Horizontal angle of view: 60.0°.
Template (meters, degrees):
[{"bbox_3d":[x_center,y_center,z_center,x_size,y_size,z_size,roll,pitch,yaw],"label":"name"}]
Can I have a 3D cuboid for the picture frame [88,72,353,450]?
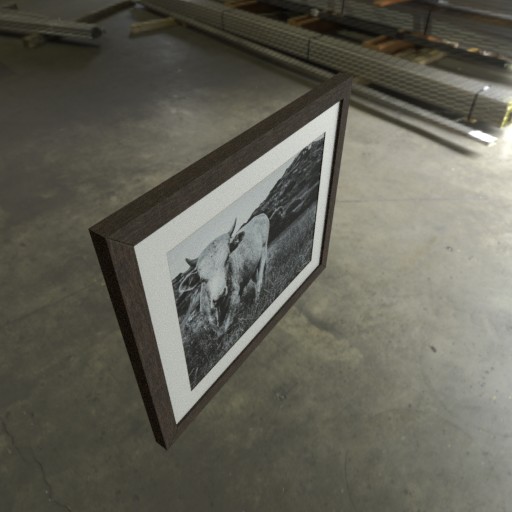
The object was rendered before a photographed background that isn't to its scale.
[{"bbox_3d":[0.000,0.000,0.757,0.026,0.455,0.546,25,47,26],"label":"picture frame"}]
